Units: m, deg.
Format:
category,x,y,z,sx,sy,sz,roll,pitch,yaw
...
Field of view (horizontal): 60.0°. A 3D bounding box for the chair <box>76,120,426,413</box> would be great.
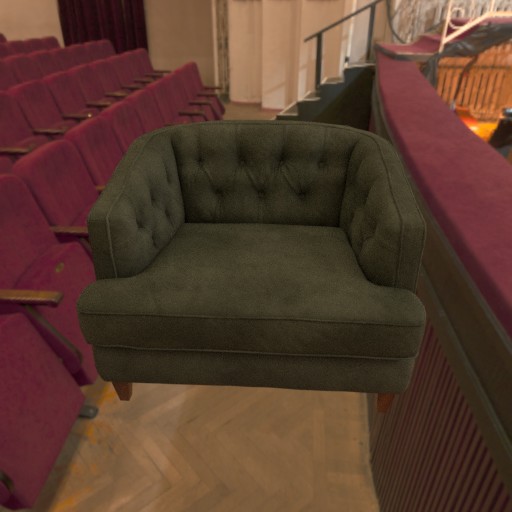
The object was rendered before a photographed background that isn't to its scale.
category,x,y,z,sx,sy,sz,roll,pitch,yaw
chair,0.000,0.000,1.739,1.104,0.852,0.941,2,29,3
